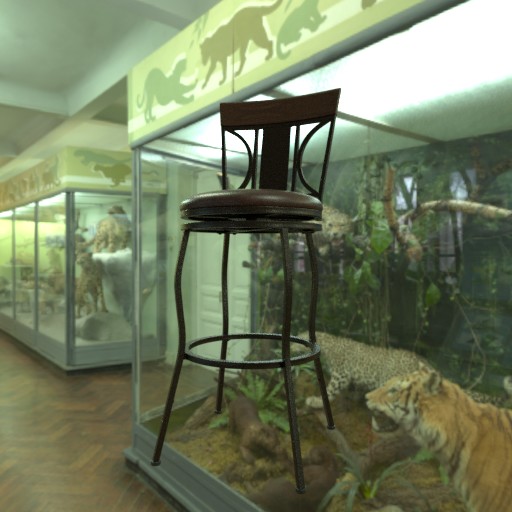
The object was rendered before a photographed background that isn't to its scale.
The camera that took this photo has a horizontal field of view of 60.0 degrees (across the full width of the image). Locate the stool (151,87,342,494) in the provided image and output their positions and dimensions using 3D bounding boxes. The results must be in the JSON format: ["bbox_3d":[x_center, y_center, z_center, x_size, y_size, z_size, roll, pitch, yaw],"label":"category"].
[{"bbox_3d":[0.000,0.000,1.361,0.448,1.130,0.513,0,1,20],"label":"stool"}]
